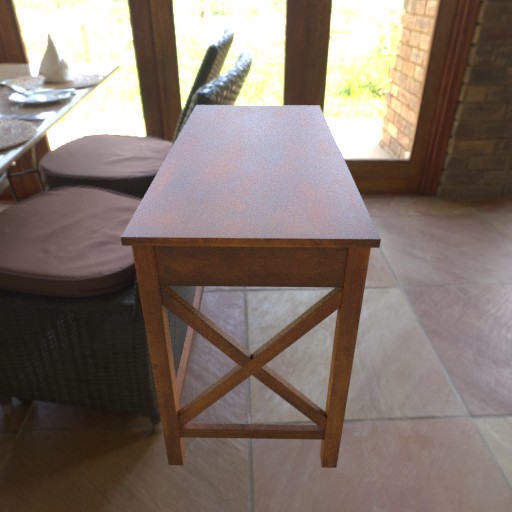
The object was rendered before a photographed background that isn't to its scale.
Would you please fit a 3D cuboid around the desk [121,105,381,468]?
[{"bbox_3d":[0.000,0.000,1.532,0.508,0.762,1.117,1,31,1],"label":"desk"}]
